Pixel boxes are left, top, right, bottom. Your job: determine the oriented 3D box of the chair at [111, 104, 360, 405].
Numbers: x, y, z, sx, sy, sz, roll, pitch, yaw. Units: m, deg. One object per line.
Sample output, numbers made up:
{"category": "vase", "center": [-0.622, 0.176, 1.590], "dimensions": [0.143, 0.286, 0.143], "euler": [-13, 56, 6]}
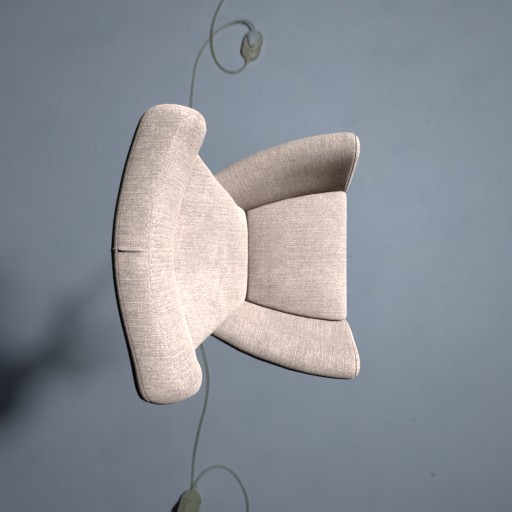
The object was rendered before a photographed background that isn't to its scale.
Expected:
{"category": "chair", "center": [0.000, 0.000, 1.790], "dimensions": [0.900, 1.040, 0.980], "euler": [0, 90, 0]}
